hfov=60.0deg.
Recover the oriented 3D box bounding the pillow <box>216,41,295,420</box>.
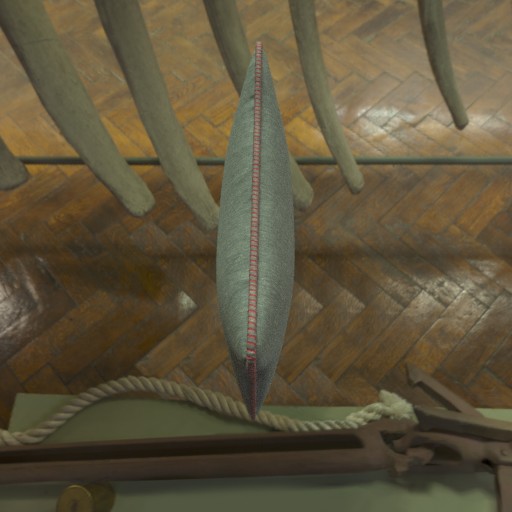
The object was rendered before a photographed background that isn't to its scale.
[{"bbox_3d":[0.000,0.000,0.750,0.124,0.491,0.482,1,63,1],"label":"pillow"}]
